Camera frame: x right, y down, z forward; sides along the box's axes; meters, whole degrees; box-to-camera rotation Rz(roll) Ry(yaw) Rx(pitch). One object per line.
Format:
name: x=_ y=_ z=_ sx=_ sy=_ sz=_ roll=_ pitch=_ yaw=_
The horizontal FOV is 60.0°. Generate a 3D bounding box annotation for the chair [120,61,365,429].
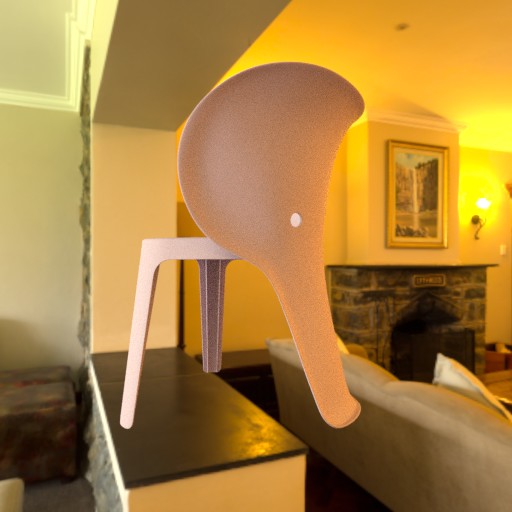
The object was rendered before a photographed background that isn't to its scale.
chair: x=0.000 y=0.000 z=0.841 sx=0.402 sy=0.554 sz=0.451 roll=0 pitch=0 yaw=17
